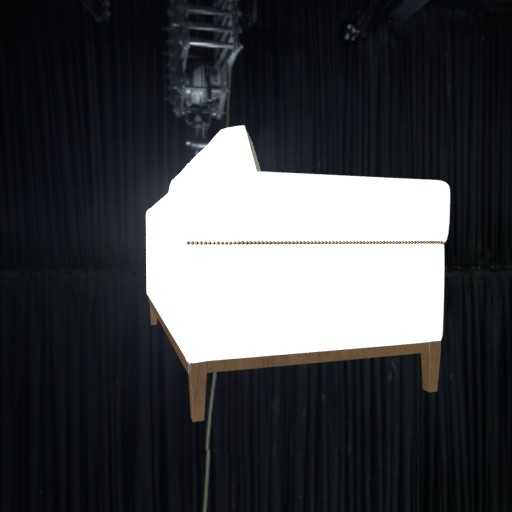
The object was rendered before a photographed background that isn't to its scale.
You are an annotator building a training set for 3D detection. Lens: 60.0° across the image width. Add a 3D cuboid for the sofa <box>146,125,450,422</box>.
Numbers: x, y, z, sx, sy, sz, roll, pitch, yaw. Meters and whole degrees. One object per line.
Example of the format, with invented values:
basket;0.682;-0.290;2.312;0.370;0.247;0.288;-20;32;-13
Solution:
sofa;0.000;0.000;2.086;0.905;0.873;1.598;-1;2;-18
